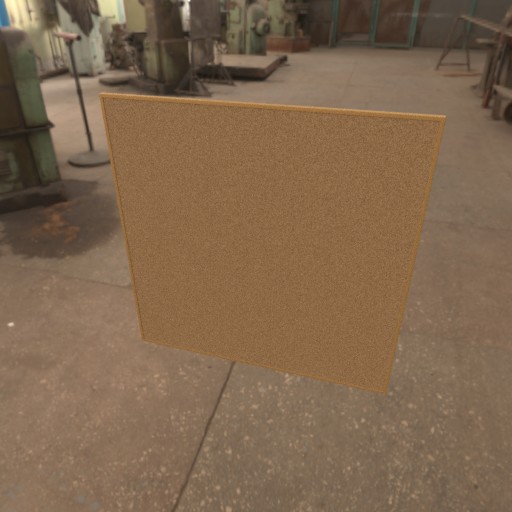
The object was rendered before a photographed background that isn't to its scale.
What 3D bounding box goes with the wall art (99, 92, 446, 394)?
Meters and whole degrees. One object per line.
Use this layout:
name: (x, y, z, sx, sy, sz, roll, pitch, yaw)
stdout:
wall art: (0.000, 0.000, 0.985, 0.657, 0.655, 0.014, 9, 32, 14)
